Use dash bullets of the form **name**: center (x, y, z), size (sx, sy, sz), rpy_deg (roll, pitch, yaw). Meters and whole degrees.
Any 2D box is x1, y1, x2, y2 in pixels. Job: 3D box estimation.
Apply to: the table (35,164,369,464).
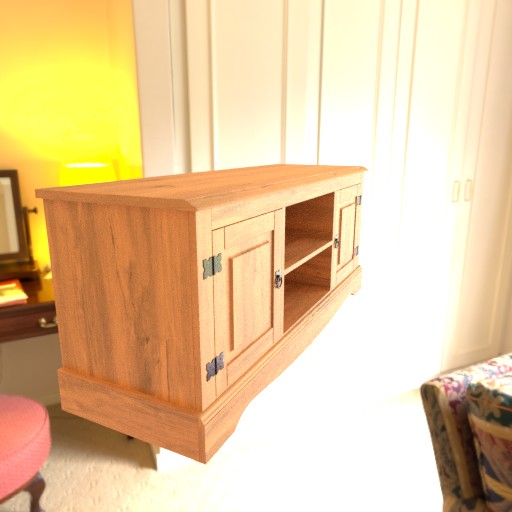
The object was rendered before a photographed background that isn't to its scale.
- **table**: center (0.000, 0.000, 1.396), size (0.400, 0.510, 1.200), rpy_deg (7, 16, 26)
